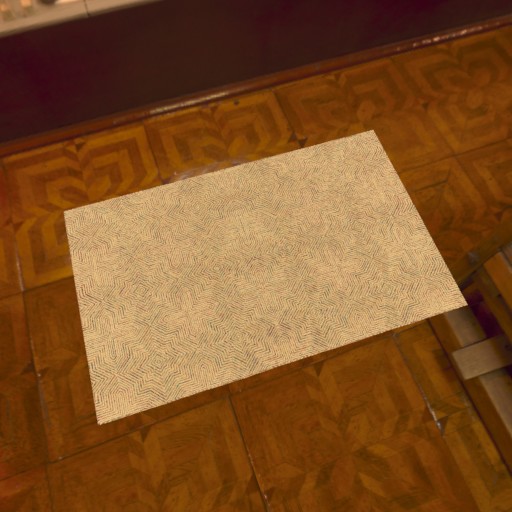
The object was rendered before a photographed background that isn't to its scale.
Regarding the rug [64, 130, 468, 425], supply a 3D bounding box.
[{"bbox_3d":[0.000,0.000,3.049,2.428,0.007,1.519,-16,67,-7],"label":"rug"}]
